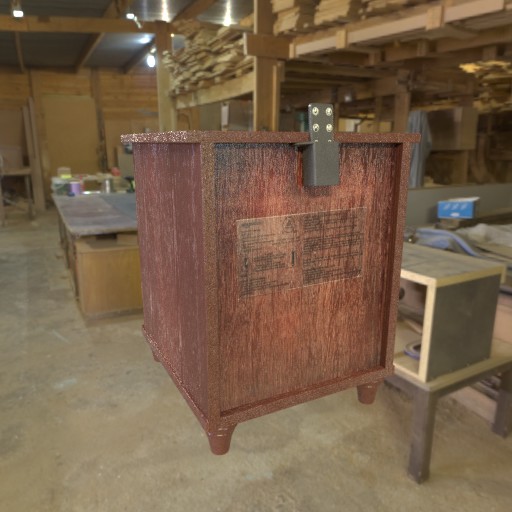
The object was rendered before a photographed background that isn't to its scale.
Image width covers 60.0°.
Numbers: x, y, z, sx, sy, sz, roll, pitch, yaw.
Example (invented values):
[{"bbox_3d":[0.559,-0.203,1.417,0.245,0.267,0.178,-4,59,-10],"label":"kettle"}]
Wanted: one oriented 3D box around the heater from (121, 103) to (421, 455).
[{"bbox_3d":[0.000,0.000,0.776,0.362,0.481,0.400,-7,16,-27],"label":"heater"}]
